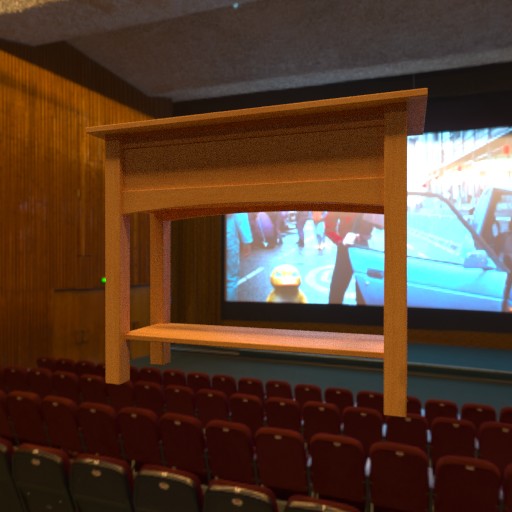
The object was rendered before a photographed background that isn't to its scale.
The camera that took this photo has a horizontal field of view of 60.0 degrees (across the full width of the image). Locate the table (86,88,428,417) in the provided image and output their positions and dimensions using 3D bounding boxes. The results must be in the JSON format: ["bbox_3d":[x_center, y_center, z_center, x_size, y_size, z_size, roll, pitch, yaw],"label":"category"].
[{"bbox_3d":[0.000,0.000,1.264,0.900,0.728,0.340,0,0,19],"label":"table"}]
